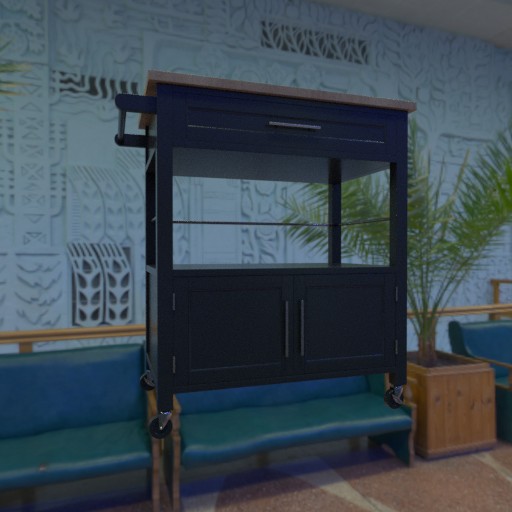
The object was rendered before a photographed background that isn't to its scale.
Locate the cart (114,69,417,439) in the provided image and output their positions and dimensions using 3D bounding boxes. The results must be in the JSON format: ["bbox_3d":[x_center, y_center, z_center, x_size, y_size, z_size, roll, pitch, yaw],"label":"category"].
[{"bbox_3d":[0.000,0.000,1.386,0.840,0.901,0.459,0,1,-18],"label":"cart"}]
